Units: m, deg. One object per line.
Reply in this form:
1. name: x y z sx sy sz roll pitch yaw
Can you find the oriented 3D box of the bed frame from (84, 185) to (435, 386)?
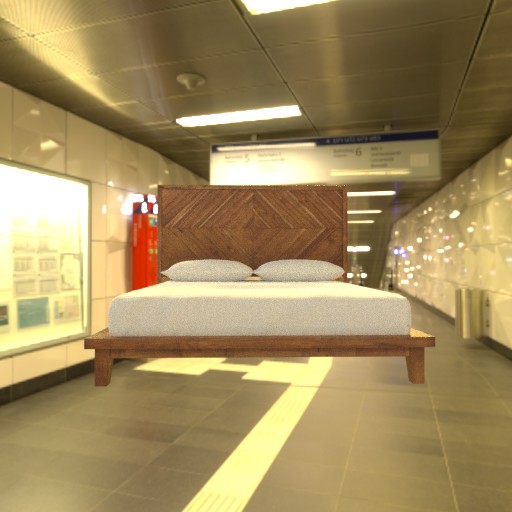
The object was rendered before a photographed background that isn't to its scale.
1. bed frame: 0.000 0.000 3.685 2.038 1.537 2.235 0 -1 -2
